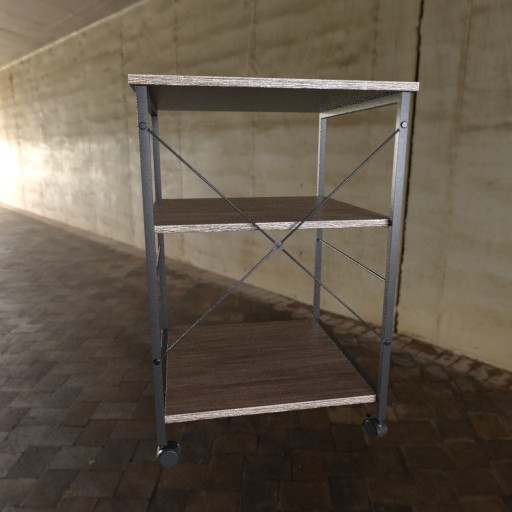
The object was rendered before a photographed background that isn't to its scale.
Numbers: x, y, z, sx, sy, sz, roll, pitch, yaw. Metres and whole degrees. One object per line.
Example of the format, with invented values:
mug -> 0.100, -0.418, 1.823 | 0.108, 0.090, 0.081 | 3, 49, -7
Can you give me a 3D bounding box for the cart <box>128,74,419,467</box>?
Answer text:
cart -> 0.000, 0.000, 1.112 | 0.521, 0.762, 0.520 | -2, 14, -10
